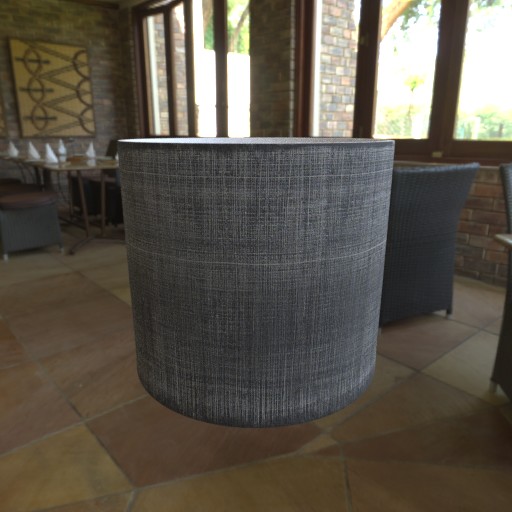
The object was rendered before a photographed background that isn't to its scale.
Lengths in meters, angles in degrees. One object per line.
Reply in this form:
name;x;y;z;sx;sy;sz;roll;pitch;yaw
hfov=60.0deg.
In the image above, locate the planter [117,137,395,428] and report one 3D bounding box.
planter;0.000;0.000;0.395;0.221;0.201;0.221;0;16;0
